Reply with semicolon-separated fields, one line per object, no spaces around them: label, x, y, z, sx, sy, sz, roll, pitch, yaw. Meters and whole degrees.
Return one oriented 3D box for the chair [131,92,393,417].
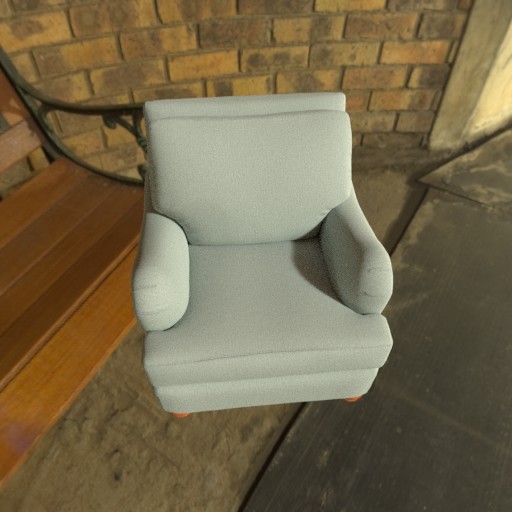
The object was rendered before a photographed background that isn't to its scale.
chair;0.000;0.000;1.916;0.955;1.038;1.070;-4;47;-4
